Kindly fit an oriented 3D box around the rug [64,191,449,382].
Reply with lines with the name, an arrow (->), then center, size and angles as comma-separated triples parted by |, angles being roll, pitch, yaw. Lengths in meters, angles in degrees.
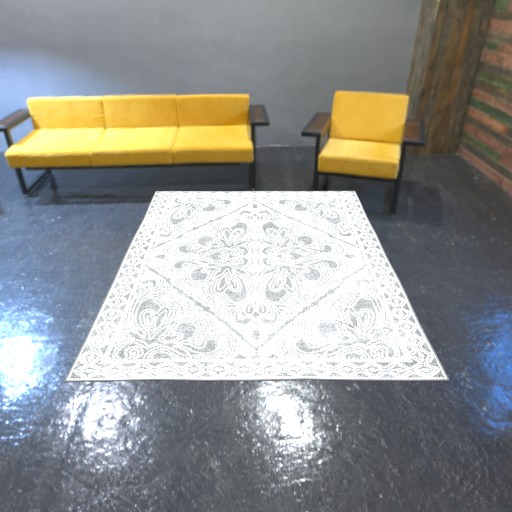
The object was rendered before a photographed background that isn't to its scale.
rug -> 0.000, 0.000, 4.067 | 2.438, 0.012, 3.048 | 0, 31, 0
